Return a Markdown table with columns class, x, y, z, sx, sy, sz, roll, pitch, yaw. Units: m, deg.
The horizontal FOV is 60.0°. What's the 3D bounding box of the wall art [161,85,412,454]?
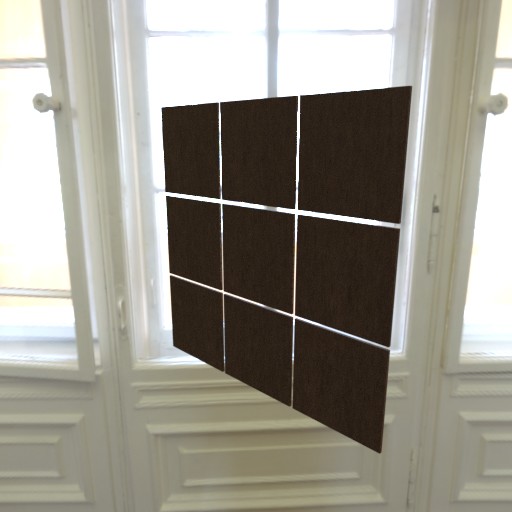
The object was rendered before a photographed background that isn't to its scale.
| class | x | y | z | sx | sy | sz | roll | pitch | yaw |
| --- | --- | --- | --- | --- | --- | --- | --- | --- | --- |
| wall art | 0.000 | 0.000 | 2.276 | 1.527 | 1.525 | 0.014 | 14 | 20 | 42 |
